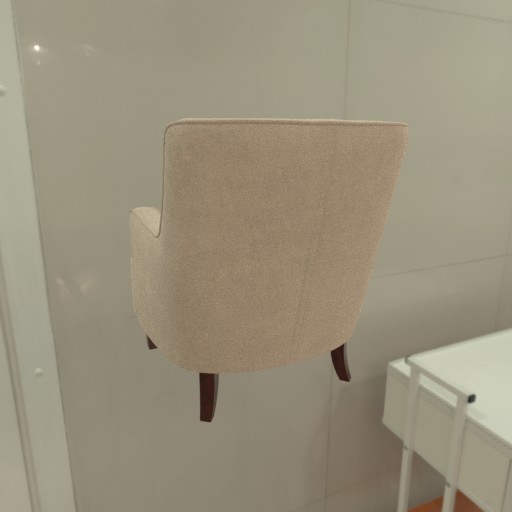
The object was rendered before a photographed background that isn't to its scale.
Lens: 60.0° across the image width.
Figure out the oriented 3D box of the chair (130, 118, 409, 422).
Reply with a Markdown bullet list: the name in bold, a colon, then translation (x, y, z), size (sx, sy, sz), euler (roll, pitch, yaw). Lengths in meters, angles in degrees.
- **chair**: translation (0.000, 0.000, 1.598), size (0.781, 0.920, 0.910), euler (-7, 16, -25)
